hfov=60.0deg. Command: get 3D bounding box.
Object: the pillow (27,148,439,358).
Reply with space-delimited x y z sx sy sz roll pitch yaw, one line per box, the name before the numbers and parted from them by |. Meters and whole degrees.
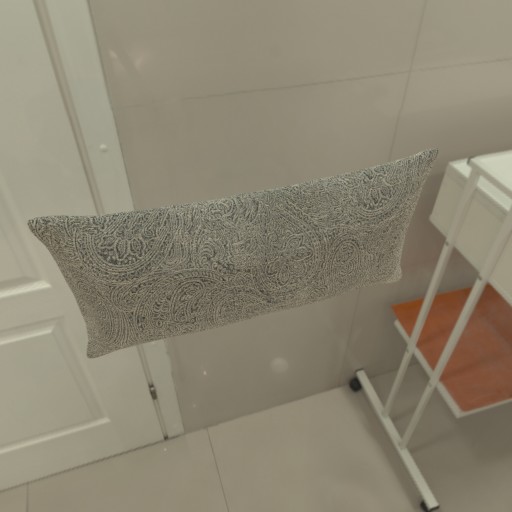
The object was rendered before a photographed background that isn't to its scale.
pillow | 0.000 0.000 0.733 0.615 0.295 0.151 -12 43 -14
